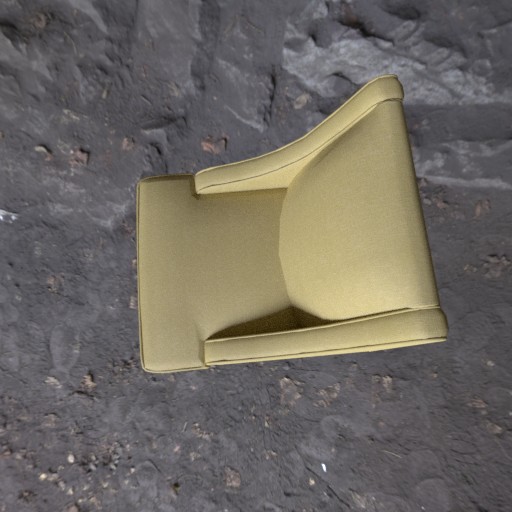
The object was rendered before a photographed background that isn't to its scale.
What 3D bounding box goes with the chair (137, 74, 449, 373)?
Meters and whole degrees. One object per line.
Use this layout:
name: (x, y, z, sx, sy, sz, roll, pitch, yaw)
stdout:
chair: (0.000, 0.000, 1.469, 0.814, 0.896, 0.696, -5, 76, -1)
